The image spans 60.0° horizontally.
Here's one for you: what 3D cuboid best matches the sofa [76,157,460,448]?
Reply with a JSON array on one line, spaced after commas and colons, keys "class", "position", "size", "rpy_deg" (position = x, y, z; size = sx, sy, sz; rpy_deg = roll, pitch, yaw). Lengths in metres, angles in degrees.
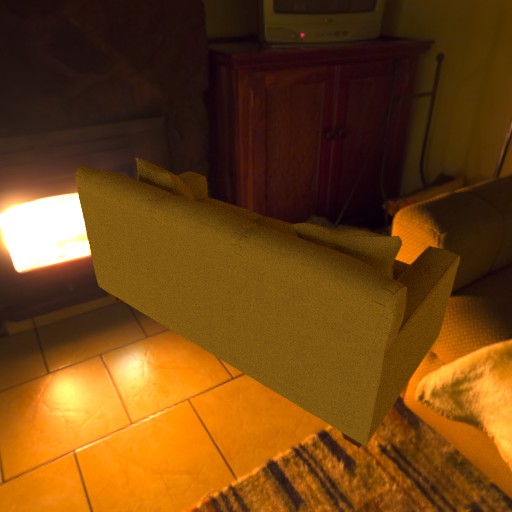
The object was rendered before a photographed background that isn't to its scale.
[{"class": "sofa", "position": [0.000, 0.000, 2.616], "size": [2.024, 0.958, 0.997], "rpy_deg": [22, 37, 32]}]
